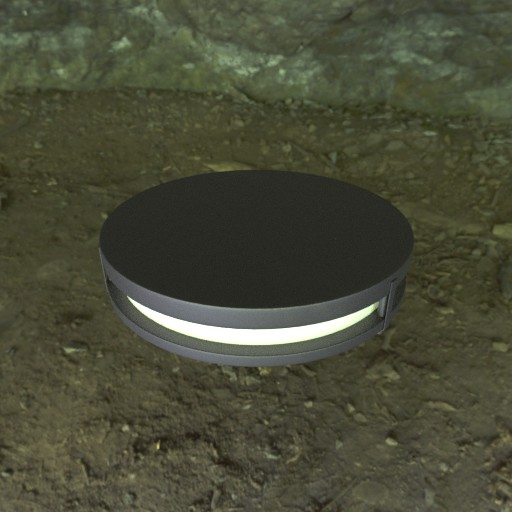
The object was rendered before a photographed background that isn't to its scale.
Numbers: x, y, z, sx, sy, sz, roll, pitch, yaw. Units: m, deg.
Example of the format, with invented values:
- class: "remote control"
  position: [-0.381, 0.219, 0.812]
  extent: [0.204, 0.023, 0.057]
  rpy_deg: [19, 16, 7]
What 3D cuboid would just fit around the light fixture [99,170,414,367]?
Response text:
- class: "light fixture"
  position: [0.000, 0.000, 0.545]
  extent: [0.356, 0.102, 0.356]
  rpy_deg: [0, 30, 0]
